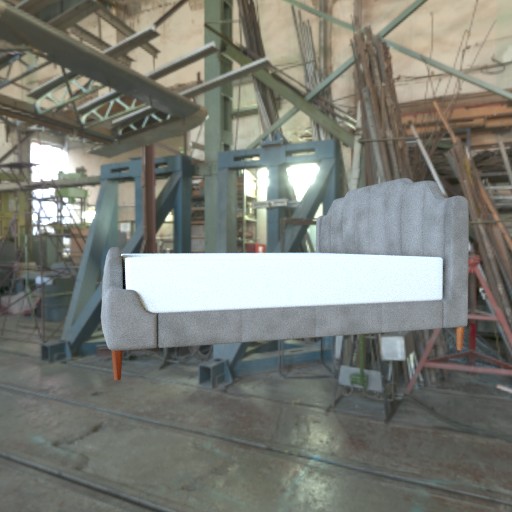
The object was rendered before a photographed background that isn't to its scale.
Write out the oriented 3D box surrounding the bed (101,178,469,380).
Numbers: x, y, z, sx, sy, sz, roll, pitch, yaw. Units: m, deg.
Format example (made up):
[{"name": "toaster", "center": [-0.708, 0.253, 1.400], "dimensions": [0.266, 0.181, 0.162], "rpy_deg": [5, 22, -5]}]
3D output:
[{"name": "bed", "center": [0.000, 0.000, 3.598], "dimensions": [2.340, 1.245, 2.074], "rpy_deg": [0, 1, -18]}]
